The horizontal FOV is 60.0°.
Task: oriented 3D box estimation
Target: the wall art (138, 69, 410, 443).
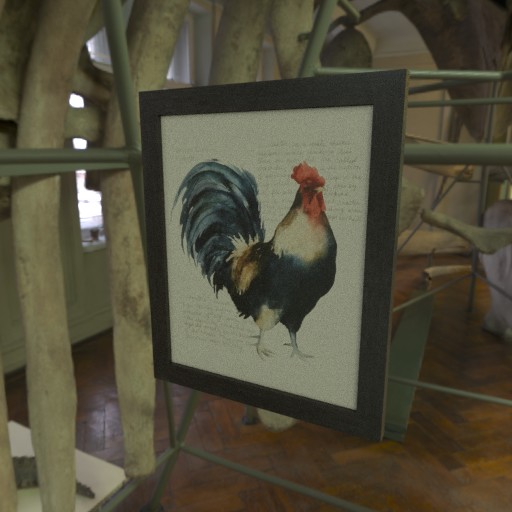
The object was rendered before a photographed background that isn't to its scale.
[{"bbox_3d":[0.000,0.000,0.789,0.479,0.580,0.027,7,14,27],"label":"wall art"}]
